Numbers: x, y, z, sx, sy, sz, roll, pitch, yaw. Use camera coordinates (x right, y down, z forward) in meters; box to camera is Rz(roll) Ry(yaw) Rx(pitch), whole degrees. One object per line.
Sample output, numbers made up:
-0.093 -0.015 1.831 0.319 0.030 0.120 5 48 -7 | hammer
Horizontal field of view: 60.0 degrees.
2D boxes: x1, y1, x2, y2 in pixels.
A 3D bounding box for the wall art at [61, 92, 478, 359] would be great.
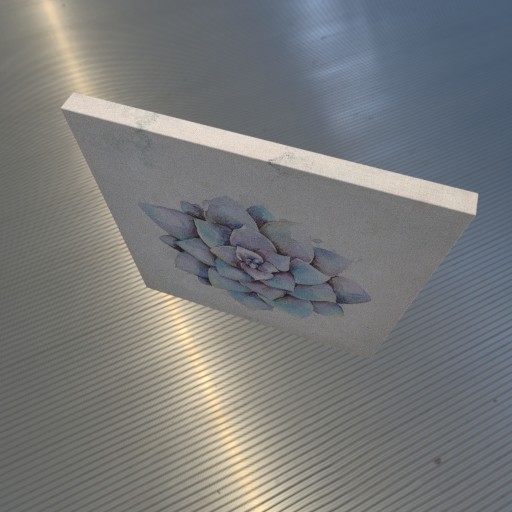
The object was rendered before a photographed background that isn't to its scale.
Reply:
0.000 0.000 0.892 0.612 0.612 0.040 16 61 9 | wall art
